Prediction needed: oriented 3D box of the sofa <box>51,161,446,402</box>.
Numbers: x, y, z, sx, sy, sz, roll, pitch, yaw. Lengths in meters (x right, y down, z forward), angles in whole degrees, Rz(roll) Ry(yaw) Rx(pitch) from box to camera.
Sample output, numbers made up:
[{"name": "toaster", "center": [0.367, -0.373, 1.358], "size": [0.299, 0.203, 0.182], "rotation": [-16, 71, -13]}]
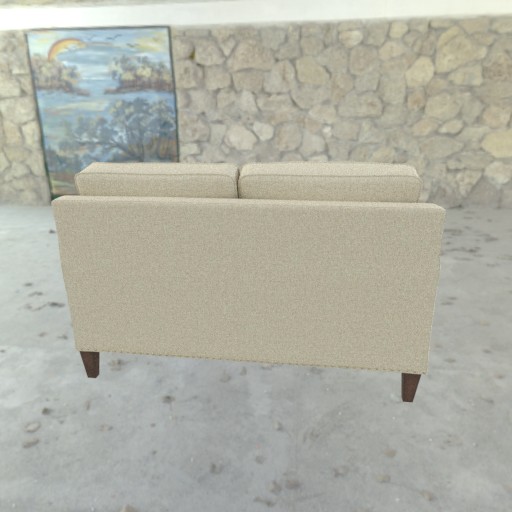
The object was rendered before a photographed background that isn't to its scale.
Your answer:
[{"name": "sofa", "center": [0.000, 0.000, 2.258], "size": [1.597, 1.003, 1.084], "rotation": [2, 17, 7]}]
